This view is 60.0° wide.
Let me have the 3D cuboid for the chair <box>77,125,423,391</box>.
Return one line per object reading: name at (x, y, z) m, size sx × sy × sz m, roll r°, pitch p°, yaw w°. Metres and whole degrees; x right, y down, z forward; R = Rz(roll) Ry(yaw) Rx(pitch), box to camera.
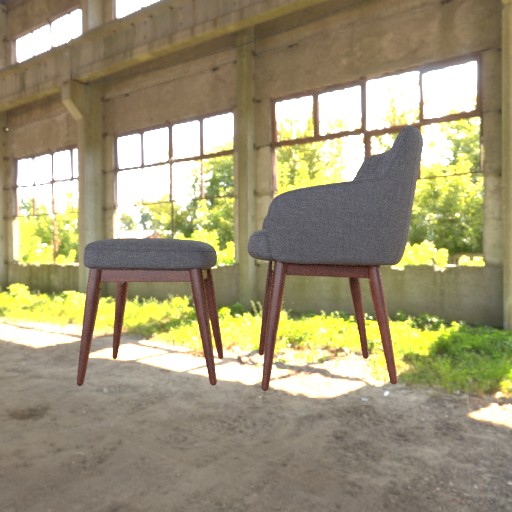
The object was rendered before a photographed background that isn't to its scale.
chair at (0.000, 0.000, 1.544) m, size 1.107 × 0.799 × 0.584 m, roll 0°, pitch 0°, yaw -1°
